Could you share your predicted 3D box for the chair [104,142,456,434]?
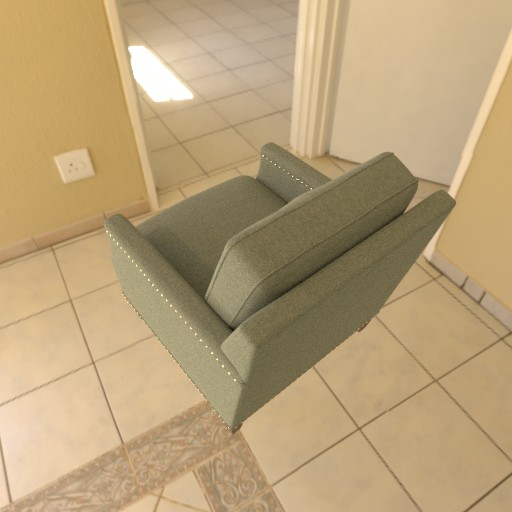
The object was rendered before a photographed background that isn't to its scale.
[{"bbox_3d":[0.000,0.000,1.805,0.885,1.031,1.031,-31,54,-26],"label":"chair"}]
